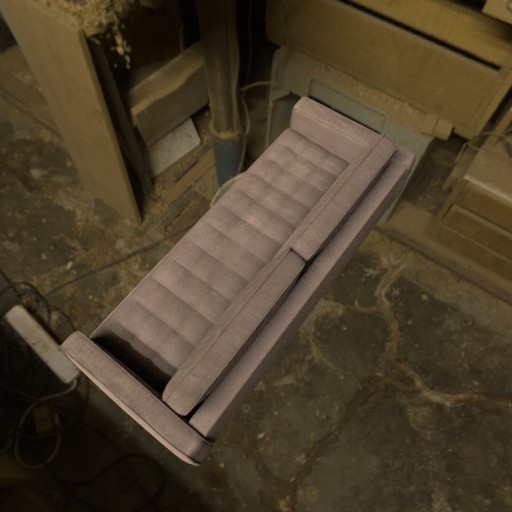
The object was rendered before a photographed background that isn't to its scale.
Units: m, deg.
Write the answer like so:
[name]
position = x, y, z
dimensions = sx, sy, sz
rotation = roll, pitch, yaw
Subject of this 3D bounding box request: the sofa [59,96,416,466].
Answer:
[sofa]
position = 0.000, 0.000, 2.735
dimensions = 0.923, 0.813, 2.295
rotation = 34, 68, 16
